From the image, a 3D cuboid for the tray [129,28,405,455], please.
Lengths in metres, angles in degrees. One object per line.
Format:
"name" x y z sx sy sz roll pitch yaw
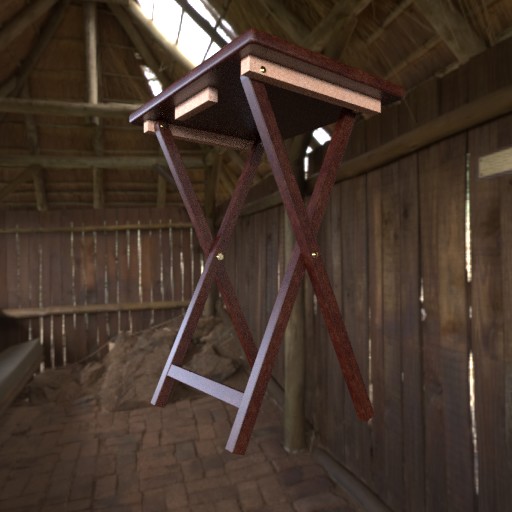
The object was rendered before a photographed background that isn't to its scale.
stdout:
"tray" 0.000 0.000 0.946 0.381 0.660 0.483 1 -1 -37
